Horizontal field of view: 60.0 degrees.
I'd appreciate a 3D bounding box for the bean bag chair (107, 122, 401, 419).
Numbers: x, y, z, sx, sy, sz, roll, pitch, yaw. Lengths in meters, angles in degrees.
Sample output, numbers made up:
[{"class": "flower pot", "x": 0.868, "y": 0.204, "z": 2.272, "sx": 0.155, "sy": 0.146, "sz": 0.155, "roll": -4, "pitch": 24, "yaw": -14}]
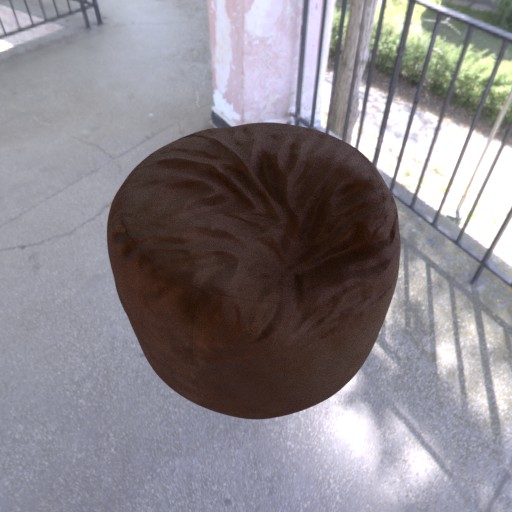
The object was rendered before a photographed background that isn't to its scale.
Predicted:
[{"class": "bean bag chair", "x": 0.000, "y": 0.000, "z": 1.493, "sx": 0.918, "sy": 0.616, "sz": 0.918, "roll": 0, "pitch": 47, "yaw": 0}]
